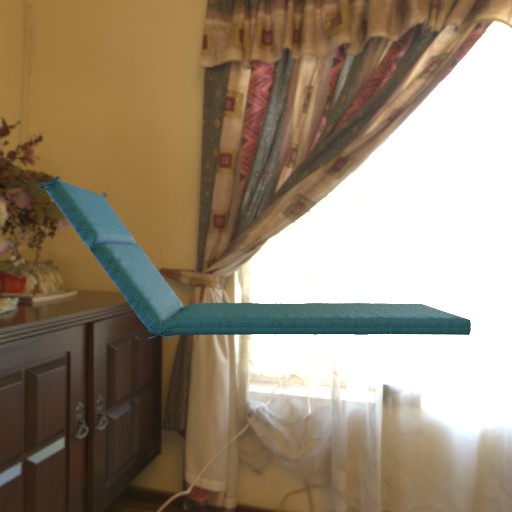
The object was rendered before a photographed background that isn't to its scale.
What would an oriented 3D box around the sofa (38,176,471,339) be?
[{"bbox_3d":[0.000,0.000,1.947,1.663,0.622,0.582,0,1,0],"label":"sofa"}]
